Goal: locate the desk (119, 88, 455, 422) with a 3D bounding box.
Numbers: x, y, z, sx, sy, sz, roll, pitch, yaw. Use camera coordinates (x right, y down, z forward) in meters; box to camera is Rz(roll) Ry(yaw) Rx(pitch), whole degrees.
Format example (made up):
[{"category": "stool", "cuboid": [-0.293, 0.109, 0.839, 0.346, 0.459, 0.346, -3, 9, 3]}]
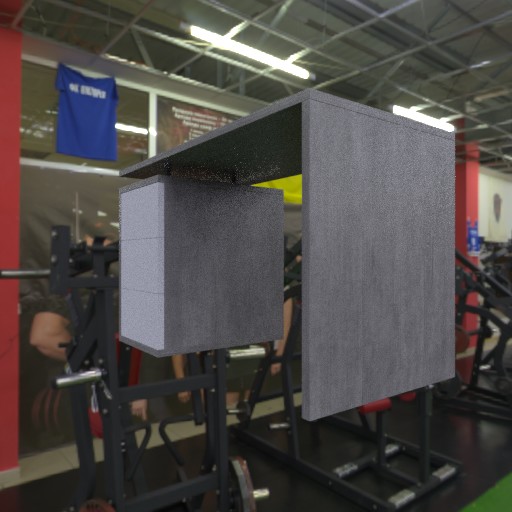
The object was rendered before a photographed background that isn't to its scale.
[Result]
[{"category": "desk", "cuboid": [0.000, 0.000, 1.636, 0.600, 0.740, 1.200, 0, 0, -37]}]
